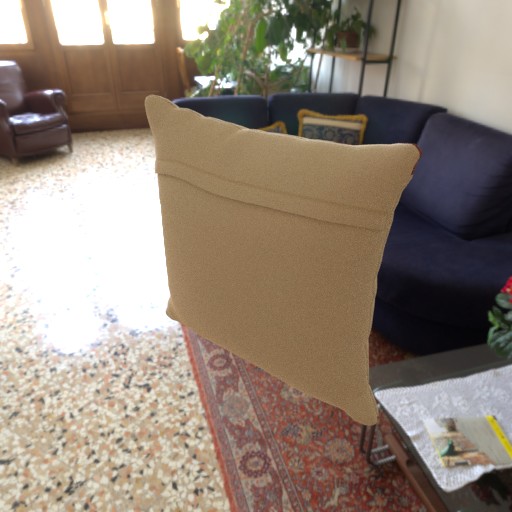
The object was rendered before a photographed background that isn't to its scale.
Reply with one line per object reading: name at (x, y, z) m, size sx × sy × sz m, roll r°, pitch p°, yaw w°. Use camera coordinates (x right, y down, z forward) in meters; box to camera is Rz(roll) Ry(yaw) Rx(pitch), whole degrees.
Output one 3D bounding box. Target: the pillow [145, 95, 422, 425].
pillow at (0.000, 0.000, 0.801) m, size 0.536 × 0.506 × 0.229 m, roll 21°, pitch 35°, yaw 32°
